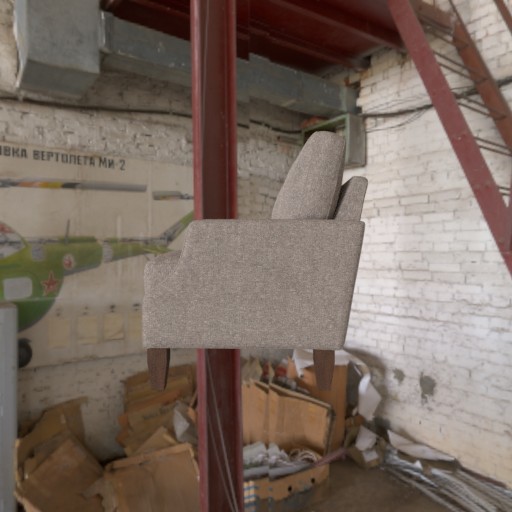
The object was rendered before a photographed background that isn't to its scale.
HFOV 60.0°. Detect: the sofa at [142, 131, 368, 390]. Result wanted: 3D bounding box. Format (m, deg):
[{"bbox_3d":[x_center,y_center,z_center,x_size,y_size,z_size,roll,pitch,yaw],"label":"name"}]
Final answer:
[{"bbox_3d":[0.000,0.000,2.664,0.888,0.984,2.115,0,0,0],"label":"sofa"}]
